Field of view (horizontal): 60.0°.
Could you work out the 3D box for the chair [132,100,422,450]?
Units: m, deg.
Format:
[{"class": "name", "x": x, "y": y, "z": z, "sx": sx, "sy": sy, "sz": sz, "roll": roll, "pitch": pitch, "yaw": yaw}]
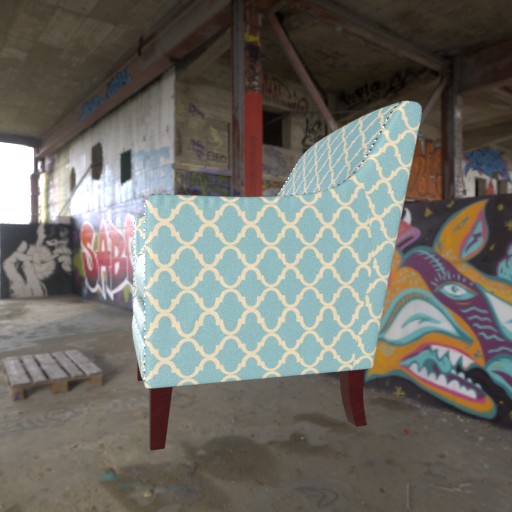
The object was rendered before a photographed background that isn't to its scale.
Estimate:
[{"class": "chair", "x": 0.000, "y": 0.000, "z": 1.299, "sx": 0.686, "sy": 0.817, "sz": 0.617, "roll": 0, "pitch": 0, "yaw": -18}]
